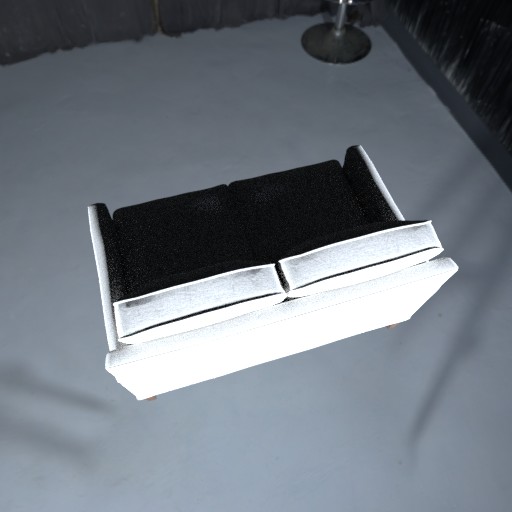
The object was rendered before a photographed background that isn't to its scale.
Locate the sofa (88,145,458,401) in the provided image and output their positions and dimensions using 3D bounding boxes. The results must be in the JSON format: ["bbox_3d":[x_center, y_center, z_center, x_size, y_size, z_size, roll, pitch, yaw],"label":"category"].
[{"bbox_3d":[0.000,0.000,2.341,1.597,1.003,1.084,-15,59,-9],"label":"sofa"}]
